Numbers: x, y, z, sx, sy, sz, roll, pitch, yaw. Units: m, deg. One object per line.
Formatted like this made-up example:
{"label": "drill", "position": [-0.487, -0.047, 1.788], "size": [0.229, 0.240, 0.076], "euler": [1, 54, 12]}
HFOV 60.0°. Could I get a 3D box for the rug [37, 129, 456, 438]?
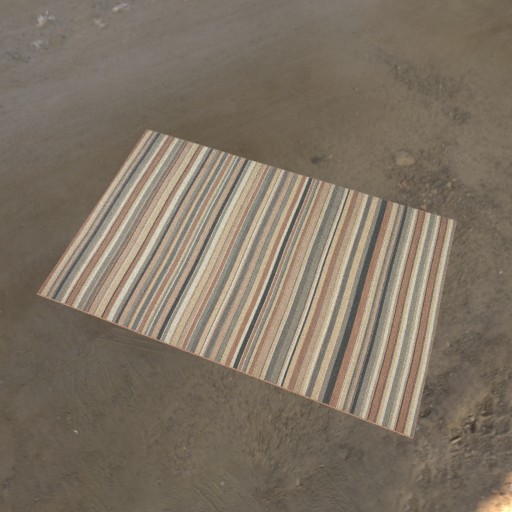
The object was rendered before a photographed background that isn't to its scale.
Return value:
{"label": "rug", "position": [0.000, 0.000, 2.984], "size": [2.438, 0.014, 1.523], "euler": [18, 63, 10]}
